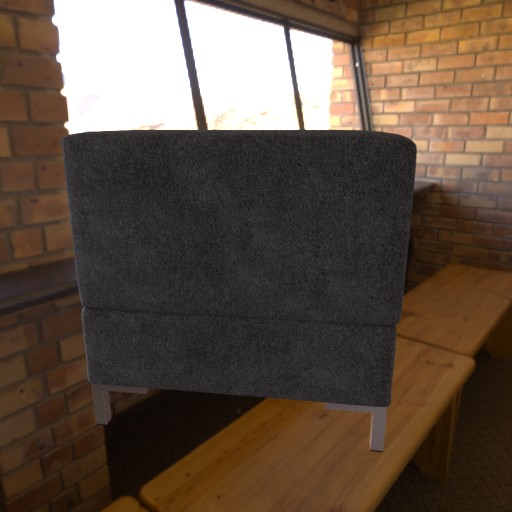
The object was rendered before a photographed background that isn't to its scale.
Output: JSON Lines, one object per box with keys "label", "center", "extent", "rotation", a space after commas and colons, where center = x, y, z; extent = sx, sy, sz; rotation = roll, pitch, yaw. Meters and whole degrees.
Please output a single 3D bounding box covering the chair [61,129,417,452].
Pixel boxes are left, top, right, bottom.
{"label": "chair", "center": [0.000, 0.000, 1.201], "extent": [0.680, 0.660, 0.680], "rotation": [2, 16, 8]}
